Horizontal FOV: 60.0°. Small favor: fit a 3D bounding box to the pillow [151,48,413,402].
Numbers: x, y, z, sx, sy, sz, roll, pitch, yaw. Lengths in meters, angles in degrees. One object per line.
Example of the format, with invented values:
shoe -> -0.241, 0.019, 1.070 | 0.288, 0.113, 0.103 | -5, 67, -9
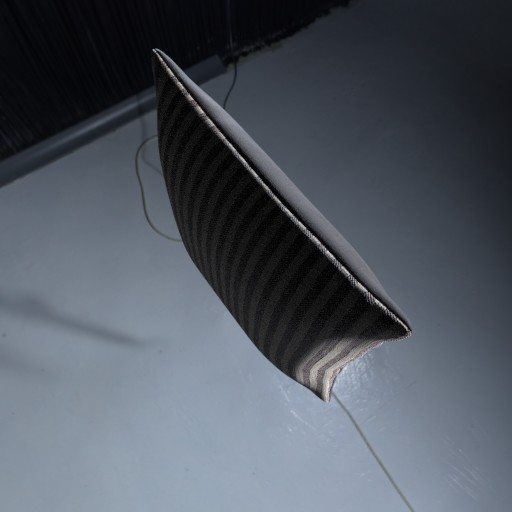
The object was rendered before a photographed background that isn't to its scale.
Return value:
pillow -> 0.000, 0.000, 0.766 | 0.166, 0.506, 0.523 | -34, 69, -15
